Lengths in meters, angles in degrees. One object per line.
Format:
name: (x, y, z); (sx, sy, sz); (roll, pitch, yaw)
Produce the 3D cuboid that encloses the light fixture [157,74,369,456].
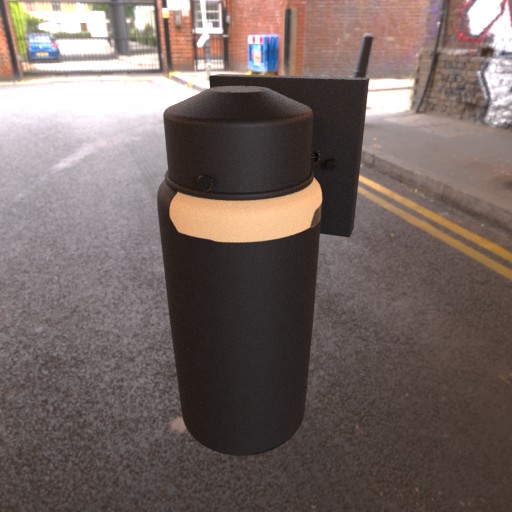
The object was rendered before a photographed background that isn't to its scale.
light fixture: (0.000, 0.000, 0.354); (0.130, 0.257, 0.176); (9, 28, 17)
